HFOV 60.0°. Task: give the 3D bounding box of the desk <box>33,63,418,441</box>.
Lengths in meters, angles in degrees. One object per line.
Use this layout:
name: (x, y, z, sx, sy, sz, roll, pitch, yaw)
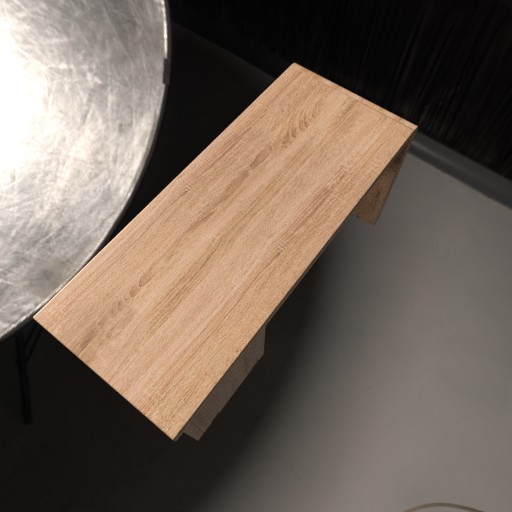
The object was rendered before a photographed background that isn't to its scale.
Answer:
desk: (0.000, 0.000, 1.672, 0.500, 0.750, 1.300, 34, 68, 16)
